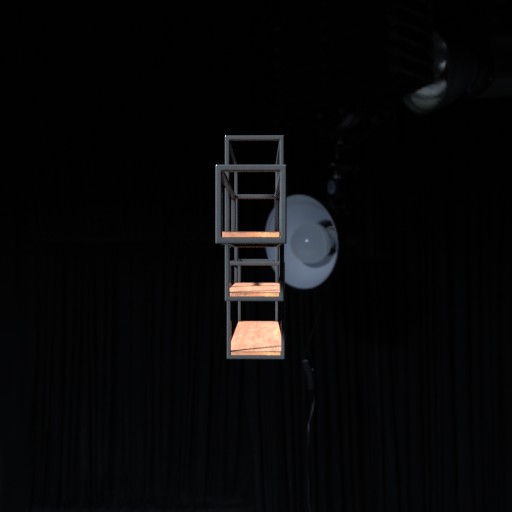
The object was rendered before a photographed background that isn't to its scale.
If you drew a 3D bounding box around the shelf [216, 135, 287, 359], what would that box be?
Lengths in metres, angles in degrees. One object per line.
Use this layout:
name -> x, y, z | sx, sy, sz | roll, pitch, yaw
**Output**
shelf -> 0.000, 0.000, 2.151 | 0.275, 0.972, 1.781 | 0, 0, 1
